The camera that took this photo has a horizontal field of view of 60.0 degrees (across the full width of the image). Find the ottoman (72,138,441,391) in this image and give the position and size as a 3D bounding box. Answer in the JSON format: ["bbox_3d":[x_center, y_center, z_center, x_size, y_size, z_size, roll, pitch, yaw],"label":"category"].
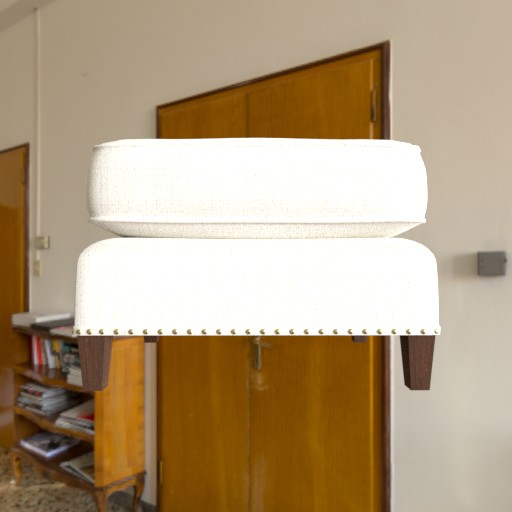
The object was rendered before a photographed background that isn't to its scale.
[{"bbox_3d":[0.000,0.000,1.158,0.738,0.537,0.589,0,0,0],"label":"ottoman"}]
